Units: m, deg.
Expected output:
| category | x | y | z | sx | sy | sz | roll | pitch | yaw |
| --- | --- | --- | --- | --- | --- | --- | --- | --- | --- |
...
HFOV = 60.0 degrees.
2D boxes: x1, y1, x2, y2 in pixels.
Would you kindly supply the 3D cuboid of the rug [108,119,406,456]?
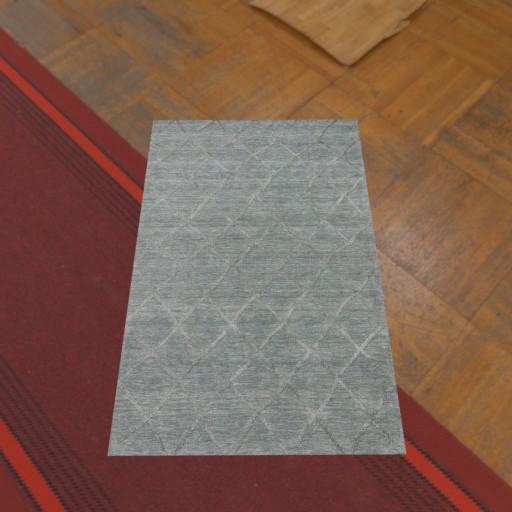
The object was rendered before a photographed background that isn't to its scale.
| category | x | y | z | sx | sy | sz | roll | pitch | yaw |
| --- | --- | --- | --- | --- | --- | --- | --- | --- | --- |
| rug | 0.000 | 0.000 | 2.783 | 1.521 | 0.006 | 2.283 | 0 | 63 | 0 |
